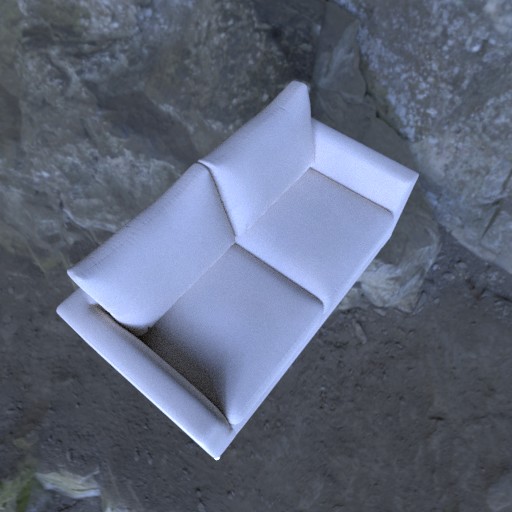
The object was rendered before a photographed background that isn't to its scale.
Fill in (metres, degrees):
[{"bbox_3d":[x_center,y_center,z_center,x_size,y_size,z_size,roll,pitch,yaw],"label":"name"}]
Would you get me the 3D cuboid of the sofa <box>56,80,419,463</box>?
[{"bbox_3d":[0.000,0.000,2.326,0.906,0.995,1.739,34,64,20],"label":"sofa"}]
